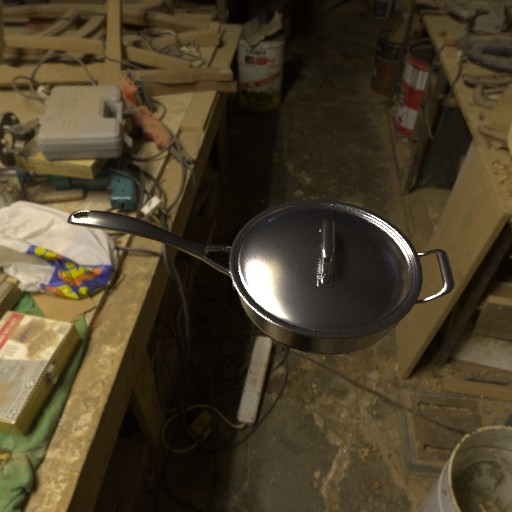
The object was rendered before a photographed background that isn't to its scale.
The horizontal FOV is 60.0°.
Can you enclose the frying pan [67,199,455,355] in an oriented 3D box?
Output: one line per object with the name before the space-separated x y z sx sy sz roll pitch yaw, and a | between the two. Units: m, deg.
frying pan | 0.000 0.000 0.665 0.561 0.114 0.280 5 45 5
